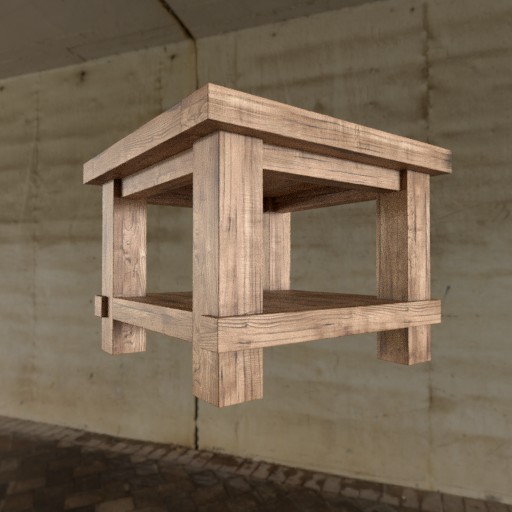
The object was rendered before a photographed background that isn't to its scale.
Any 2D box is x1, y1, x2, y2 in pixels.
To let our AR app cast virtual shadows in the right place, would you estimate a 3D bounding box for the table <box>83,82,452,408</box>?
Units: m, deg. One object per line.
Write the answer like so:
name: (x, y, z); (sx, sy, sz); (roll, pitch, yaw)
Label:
table: (0.000, 0.000, 1.025); (0.610, 0.457, 0.610); (1, -1, -36)
